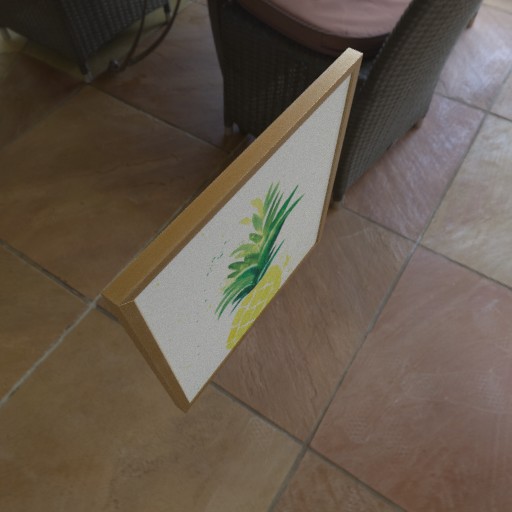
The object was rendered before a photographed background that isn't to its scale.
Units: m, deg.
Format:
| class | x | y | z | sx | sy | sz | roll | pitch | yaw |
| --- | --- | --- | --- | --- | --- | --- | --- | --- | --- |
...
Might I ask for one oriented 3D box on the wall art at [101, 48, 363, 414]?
| class | x | y | z | sx | sy | sz | roll | pitch | yaw |
| --- | --- | --- | --- | --- | --- | --- | --- | --- | --- |
| wall art | 0.000 | 0.000 | 1.159 | 0.037 | 0.760 | 0.762 | 32 | 64 | 18 |
